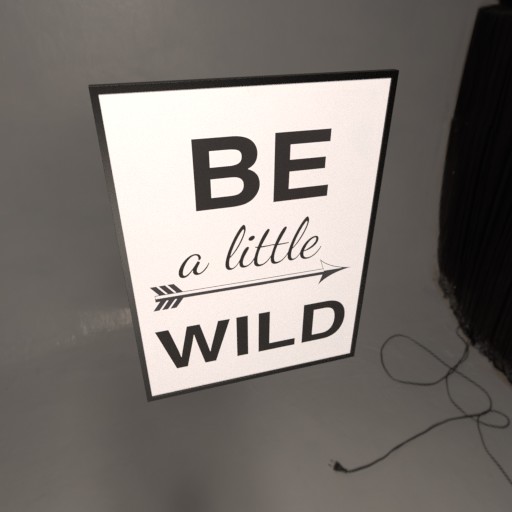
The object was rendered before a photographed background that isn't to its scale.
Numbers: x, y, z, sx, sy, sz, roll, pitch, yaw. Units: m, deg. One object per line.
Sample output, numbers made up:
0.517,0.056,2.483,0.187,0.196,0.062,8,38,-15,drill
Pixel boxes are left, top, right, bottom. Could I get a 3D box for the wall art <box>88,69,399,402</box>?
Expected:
0.000,0.000,0.767,0.442,0.582,0.013,-9,33,-14,wall art
